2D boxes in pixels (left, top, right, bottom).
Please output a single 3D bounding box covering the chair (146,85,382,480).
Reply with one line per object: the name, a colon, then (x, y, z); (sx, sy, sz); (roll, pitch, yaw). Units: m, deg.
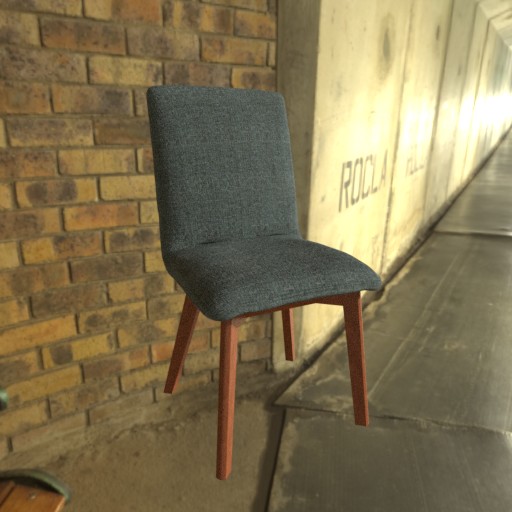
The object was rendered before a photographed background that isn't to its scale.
chair: (0.000, 0.000, 1.310); (0.522, 0.974, 0.563); (-8, 18, -26)
